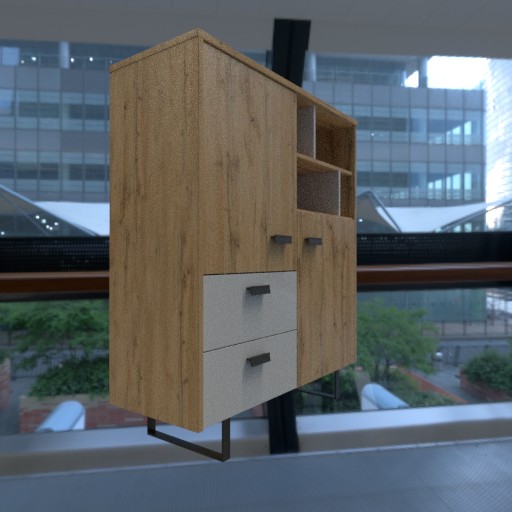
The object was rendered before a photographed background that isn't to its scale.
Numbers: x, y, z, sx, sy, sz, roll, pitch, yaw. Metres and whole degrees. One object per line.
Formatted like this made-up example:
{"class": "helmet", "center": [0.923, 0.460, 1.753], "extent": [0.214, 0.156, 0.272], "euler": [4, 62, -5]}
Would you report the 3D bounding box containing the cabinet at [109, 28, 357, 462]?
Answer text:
{"class": "cabinet", "center": [0.000, 0.000, 1.954], "extent": [0.473, 1.397, 1.168], "euler": [0, 0, 37]}
